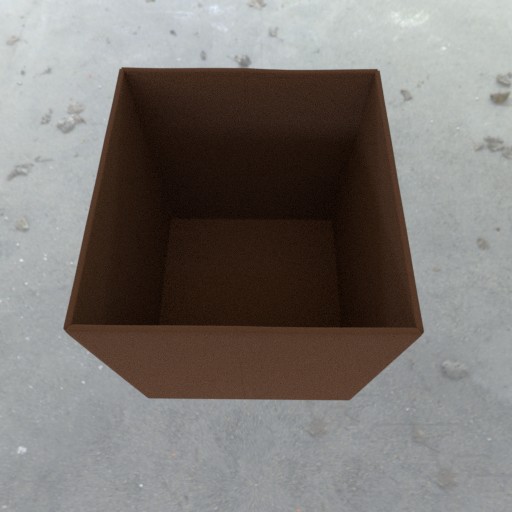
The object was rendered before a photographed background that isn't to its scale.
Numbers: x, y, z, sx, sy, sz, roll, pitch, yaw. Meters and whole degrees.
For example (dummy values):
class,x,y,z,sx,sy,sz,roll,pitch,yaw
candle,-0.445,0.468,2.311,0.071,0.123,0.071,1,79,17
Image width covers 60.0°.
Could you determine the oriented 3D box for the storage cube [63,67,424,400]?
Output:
class,x,y,z,sx,sy,sz,roll,pitch,yaw
storage cube,0.000,0.000,0.491,0.270,0.280,0.270,0,63,0
